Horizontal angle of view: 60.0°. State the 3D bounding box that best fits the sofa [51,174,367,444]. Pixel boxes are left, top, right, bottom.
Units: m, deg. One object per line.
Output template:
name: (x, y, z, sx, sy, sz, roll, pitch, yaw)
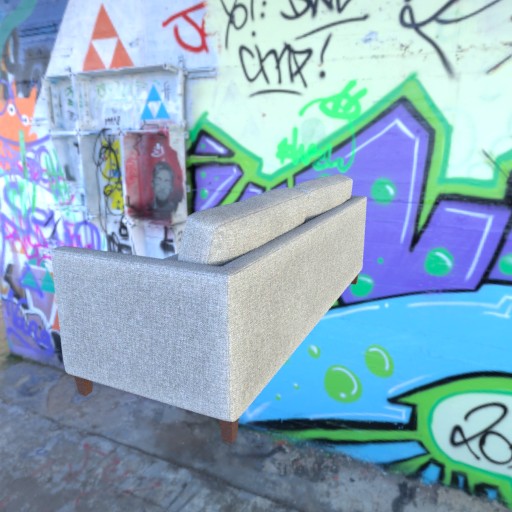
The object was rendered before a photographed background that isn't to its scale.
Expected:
sofa: (0.000, 0.000, 2.901, 0.948, 0.951, 2.434, 7, 17, 24)
